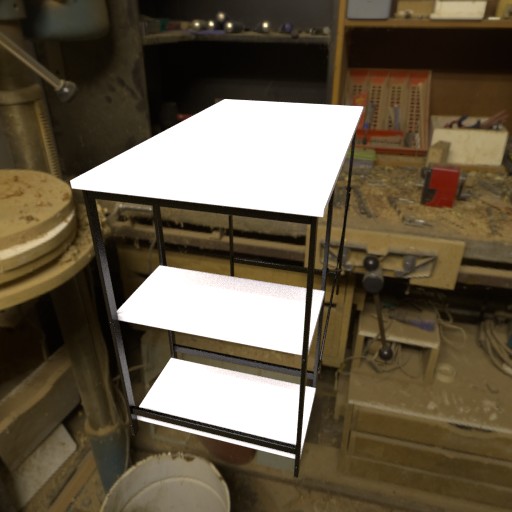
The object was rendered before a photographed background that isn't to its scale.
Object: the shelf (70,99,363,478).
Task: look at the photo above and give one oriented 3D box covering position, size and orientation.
[{"bbox_3d":[0.000,0.000,1.369,0.498,0.750,0.902,8,30,14],"label":"shelf"}]
